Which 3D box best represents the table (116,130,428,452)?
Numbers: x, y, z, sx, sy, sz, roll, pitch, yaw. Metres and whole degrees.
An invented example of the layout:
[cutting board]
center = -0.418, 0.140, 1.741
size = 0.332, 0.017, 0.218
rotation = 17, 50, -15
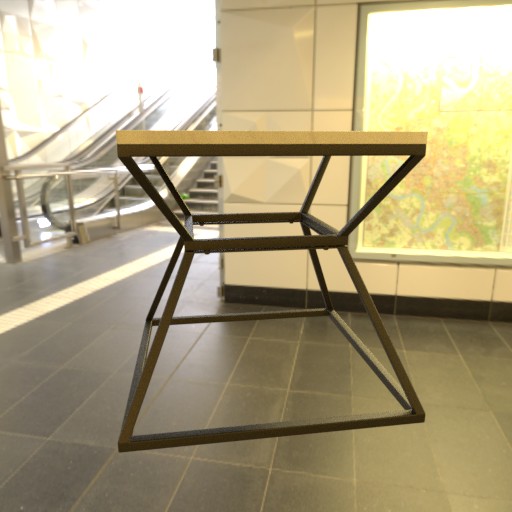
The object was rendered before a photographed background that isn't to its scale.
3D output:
[table]
center = 0.000, 0.000, 0.810
size = 0.455, 0.431, 0.455
rotation = -2, 15, -8
